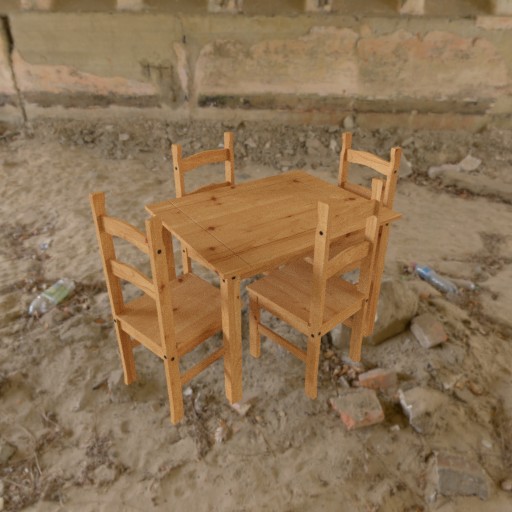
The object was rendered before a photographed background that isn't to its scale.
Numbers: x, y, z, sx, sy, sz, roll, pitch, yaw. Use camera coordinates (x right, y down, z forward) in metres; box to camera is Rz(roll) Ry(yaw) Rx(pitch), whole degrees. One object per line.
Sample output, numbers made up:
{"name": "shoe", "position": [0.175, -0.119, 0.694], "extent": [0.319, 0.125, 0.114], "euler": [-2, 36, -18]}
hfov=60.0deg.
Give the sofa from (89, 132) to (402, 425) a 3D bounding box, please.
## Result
{"name": "sofa", "position": [0.000, 0.000, 2.305], "extent": [1.529, 1.000, 1.144], "euler": [-18, 34, -29]}
